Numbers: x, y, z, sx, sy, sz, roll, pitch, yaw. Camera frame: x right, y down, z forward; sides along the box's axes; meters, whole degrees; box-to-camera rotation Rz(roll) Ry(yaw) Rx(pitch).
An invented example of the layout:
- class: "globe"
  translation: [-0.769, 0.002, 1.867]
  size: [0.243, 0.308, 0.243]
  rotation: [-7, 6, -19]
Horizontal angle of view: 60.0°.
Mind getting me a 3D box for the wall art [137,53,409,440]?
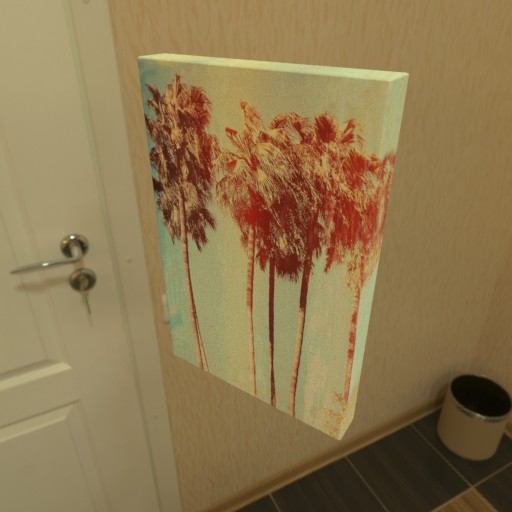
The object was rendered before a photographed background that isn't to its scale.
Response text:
- class: "wall art"
  translation: [0.000, 0.000, 0.474]
  size: [0.251, 0.380, 0.039]
  rotation: [19, 35, 29]
